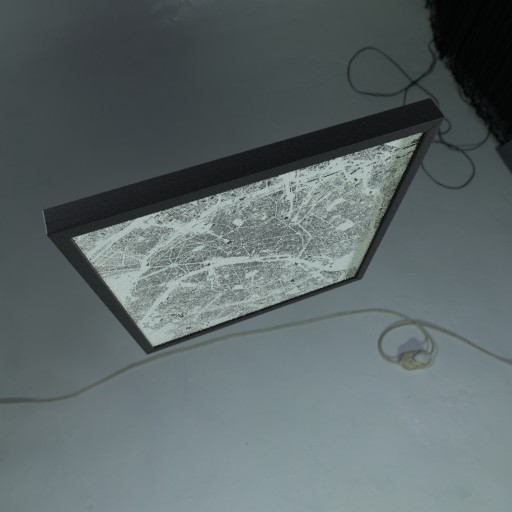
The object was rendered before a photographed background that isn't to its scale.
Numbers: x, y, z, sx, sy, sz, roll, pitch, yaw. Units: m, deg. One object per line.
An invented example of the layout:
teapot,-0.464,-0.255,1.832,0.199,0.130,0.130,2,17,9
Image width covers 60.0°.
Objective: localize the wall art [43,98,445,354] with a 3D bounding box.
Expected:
wall art,0.000,0.000,0.764,0.508,0.508,0.037,-18,64,-9
